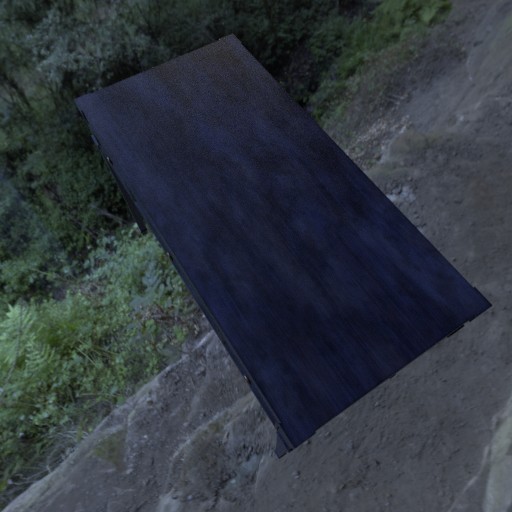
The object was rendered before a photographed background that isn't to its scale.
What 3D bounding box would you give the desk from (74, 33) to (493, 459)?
[{"bbox_3d":[0.000,0.000,1.702,0.630,0.861,1.289,-30,66,-15],"label":"desk"}]
